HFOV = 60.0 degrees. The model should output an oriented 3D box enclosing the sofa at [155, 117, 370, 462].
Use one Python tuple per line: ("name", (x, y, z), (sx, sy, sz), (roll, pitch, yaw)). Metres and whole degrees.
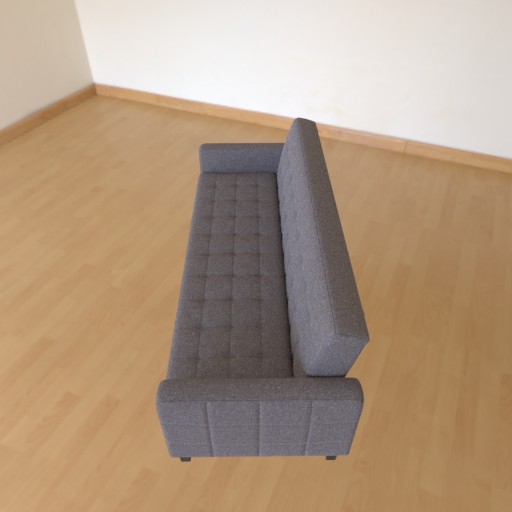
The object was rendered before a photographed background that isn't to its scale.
("sofa", (0.000, 0.000, 2.506), (0.810, 0.850, 2.040), (0, 42, 0))
